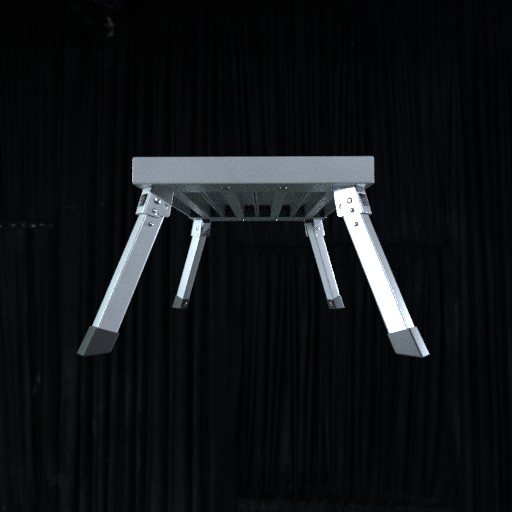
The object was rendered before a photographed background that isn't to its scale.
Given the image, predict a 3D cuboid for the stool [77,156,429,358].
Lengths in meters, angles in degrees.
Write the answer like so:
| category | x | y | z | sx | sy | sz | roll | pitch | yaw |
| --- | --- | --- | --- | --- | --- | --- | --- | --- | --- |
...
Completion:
| category | x | y | z | sx | sy | sz | roll | pitch | yaw |
| --- | --- | --- | --- | --- | --- | --- | --- | --- | --- |
| stool | 0.000 | 0.000 | 0.741 | 0.385 | 0.225 | 0.535 | 0 | -1 | 1 |
